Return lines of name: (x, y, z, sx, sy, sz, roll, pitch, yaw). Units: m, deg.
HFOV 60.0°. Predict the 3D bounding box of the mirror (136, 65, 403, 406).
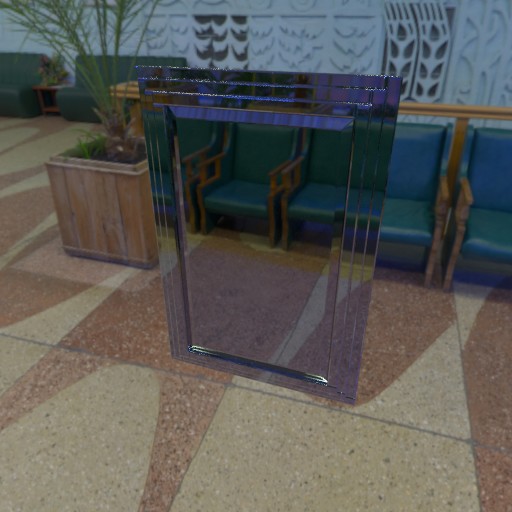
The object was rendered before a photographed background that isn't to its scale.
mirror: (0.000, 0.000, 1.181, 0.613, 0.914, 0.039, 10, 30, 17)
